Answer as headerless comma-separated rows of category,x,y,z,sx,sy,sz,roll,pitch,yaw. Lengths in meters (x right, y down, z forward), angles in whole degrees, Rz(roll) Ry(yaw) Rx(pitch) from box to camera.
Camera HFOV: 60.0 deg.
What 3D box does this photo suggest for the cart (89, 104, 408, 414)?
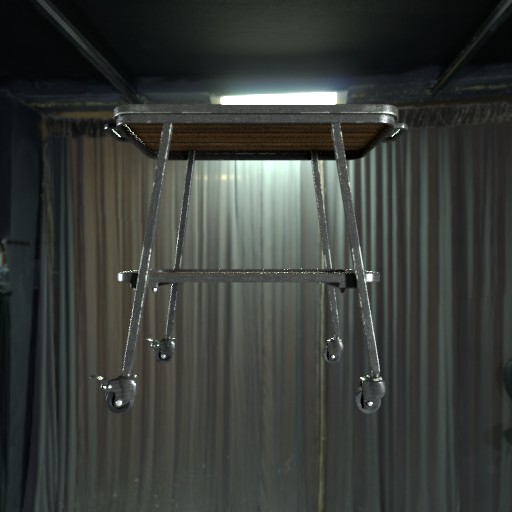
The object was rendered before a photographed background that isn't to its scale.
cart,0.000,0.000,1.225,0.806,0.700,0.515,0,0,0
